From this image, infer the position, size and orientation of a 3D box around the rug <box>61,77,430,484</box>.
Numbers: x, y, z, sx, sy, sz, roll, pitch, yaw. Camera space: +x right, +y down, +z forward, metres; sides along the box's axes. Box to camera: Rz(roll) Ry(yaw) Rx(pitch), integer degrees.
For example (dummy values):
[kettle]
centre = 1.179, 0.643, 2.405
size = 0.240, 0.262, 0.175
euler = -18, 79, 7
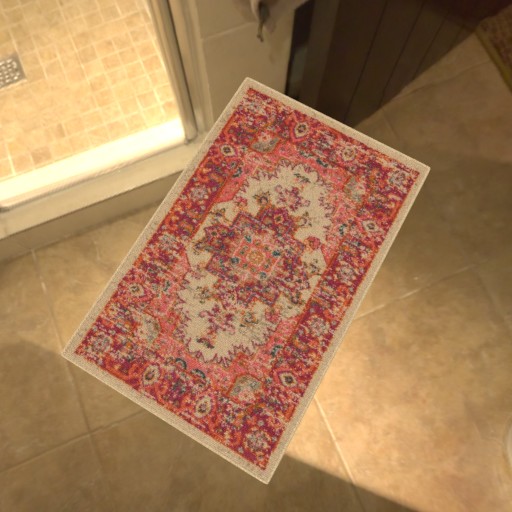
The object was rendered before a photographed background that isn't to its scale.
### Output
[rug]
centre = 0.000, 0.000, 1.093
size = 0.556, 0.004, 0.868
euler = 29, 77, 7
